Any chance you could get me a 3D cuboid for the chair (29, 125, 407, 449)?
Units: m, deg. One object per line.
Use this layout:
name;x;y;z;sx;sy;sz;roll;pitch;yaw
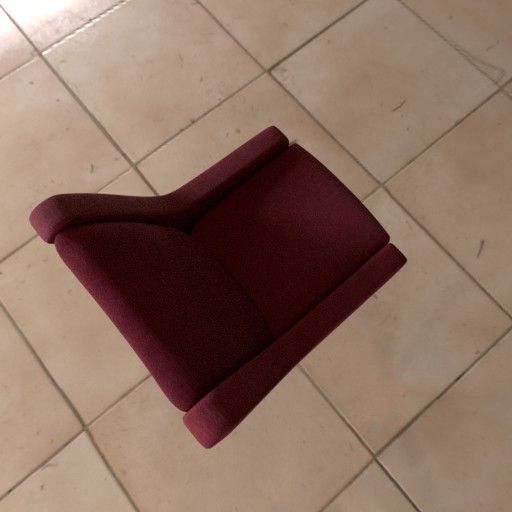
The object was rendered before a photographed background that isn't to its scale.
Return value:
chair;0.000;0.000;1.669;0.985;1.017;0.793;-40;78;-10
